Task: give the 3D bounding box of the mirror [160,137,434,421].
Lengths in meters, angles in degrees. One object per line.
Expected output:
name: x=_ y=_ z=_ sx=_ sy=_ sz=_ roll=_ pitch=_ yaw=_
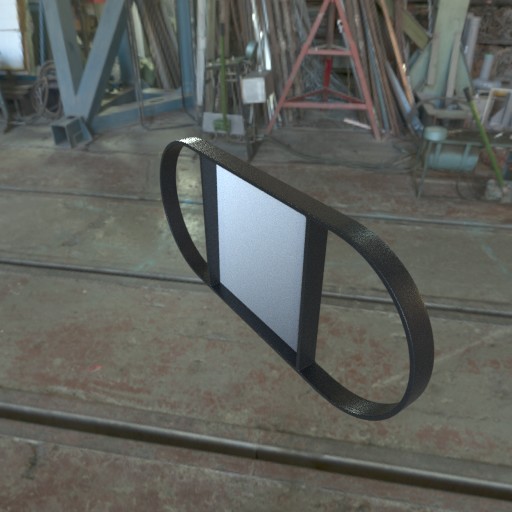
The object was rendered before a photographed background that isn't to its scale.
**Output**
mirror: x=0.000 y=0.000 z=0.651 sx=0.032 sy=0.254 sz=0.584 roll=-21 pitch=39 yaw=-29
